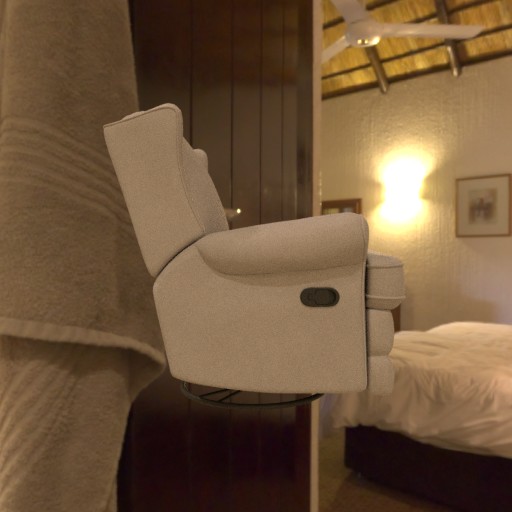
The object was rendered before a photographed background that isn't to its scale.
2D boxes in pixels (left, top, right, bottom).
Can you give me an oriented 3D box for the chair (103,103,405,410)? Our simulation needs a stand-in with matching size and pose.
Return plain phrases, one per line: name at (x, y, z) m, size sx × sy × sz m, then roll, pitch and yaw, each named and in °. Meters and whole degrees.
chair at (0.000, 0.000, 1.730) m, size 0.969 × 1.011 × 0.847 m, roll 0°, pitch 0°, yaw 1°
